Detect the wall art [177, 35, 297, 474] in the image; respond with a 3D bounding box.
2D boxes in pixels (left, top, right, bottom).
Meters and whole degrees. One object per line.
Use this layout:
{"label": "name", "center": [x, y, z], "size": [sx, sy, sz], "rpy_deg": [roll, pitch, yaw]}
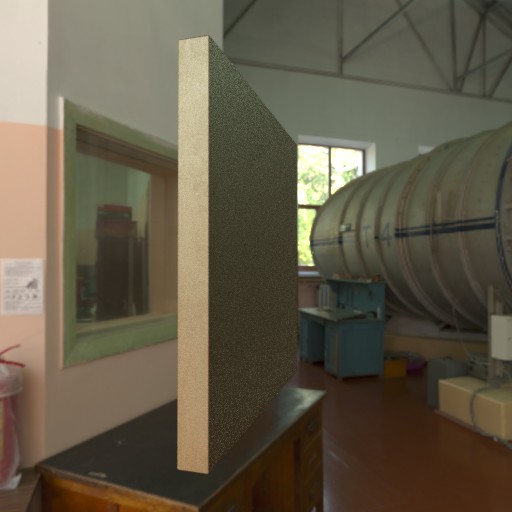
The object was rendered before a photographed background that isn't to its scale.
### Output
{"label": "wall art", "center": [0.000, 0.000, 0.756], "size": [0.040, 0.506, 0.503], "rpy_deg": [0, -1, 17]}
